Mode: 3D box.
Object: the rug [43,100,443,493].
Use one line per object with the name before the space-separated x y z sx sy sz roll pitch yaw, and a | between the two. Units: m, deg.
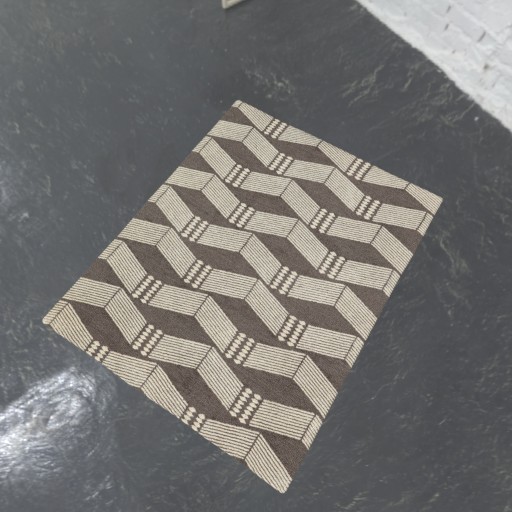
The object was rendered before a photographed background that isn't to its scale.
rug | 0.000 0.000 4.086 2.438 0.016 3.048 30 68 14
